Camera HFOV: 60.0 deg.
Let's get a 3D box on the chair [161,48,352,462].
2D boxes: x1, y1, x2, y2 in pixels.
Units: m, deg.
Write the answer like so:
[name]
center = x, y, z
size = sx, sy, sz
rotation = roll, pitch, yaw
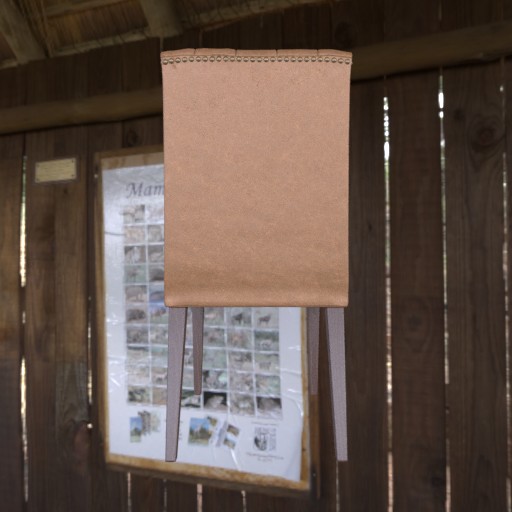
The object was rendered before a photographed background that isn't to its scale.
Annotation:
[chair]
center = 0.000, 0.000, 1.387
size = 0.511, 1.016, 0.647
rotation = 0, -2, 0
